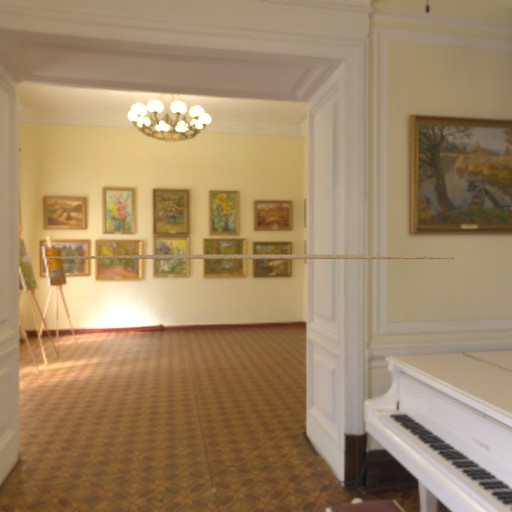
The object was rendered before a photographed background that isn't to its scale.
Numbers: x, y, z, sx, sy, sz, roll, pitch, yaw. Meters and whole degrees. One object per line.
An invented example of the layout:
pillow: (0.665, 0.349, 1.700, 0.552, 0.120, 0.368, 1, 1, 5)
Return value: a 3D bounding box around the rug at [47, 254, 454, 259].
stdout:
rug: (0.000, 0.000, 4.181, 2.471, 0.012, 3.034, 0, 0, 2)
